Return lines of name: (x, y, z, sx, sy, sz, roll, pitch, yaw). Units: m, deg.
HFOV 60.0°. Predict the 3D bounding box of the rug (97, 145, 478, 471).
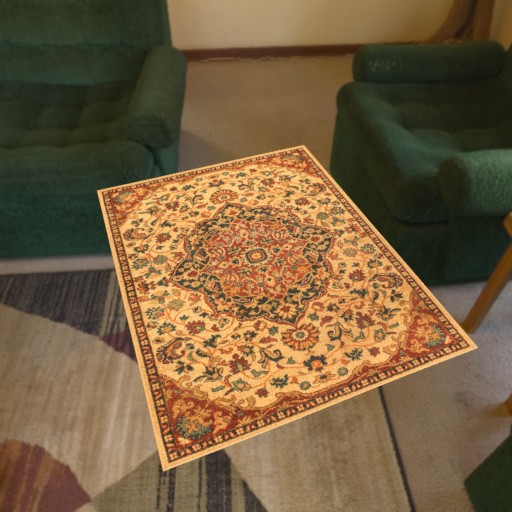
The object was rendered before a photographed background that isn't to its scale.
rug: (0.000, 0.000, 4.075, 2.454, 0.005, 3.067, -16, 48, -15)
